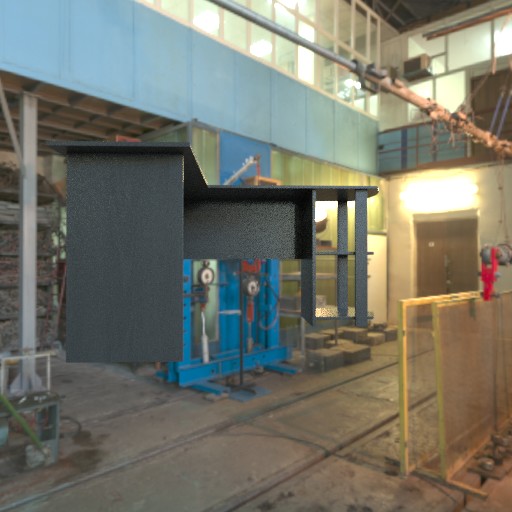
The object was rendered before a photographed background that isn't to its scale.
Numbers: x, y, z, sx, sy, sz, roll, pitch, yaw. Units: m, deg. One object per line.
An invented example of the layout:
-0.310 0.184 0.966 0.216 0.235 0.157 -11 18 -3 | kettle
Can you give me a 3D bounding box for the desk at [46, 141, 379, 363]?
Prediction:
0.000 0.000 2.059 1.361 0.716 1.303 0 0 -2 | desk
